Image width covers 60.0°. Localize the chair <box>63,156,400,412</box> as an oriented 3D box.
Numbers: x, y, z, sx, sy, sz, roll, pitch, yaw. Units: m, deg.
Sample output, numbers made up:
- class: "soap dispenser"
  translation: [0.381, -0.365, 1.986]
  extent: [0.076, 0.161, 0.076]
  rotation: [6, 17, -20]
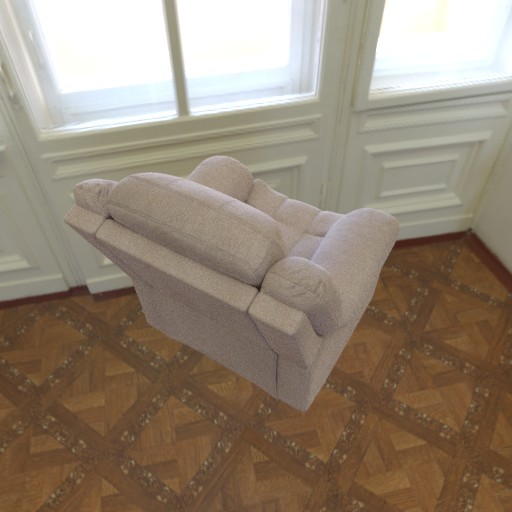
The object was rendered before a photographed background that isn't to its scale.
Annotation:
- class: "chair"
  translation: [0.000, 0.000, 1.720]
  extent: [0.899, 1.008, 0.944]
  rotation: [24, 50, 22]
